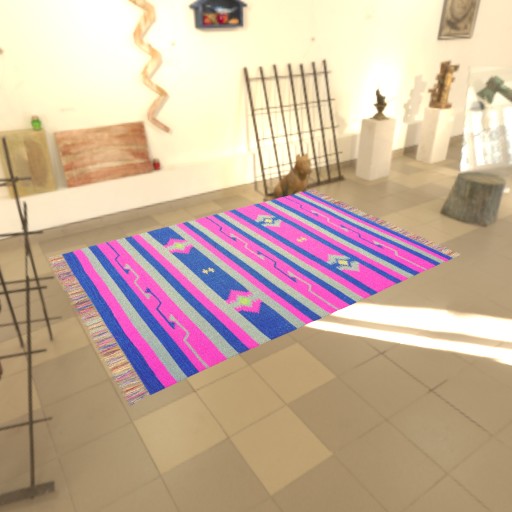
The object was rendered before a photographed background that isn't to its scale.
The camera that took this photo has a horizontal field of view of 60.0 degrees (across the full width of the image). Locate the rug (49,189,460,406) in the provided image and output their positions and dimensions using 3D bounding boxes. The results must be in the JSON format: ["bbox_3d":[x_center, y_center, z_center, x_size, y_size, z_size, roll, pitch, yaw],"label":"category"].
[{"bbox_3d":[0.000,0.000,2.976,2.350,0.013,1.539,-18,34,-30],"label":"rug"}]
